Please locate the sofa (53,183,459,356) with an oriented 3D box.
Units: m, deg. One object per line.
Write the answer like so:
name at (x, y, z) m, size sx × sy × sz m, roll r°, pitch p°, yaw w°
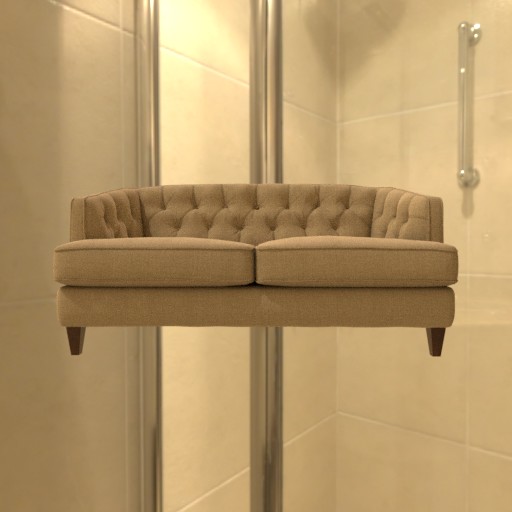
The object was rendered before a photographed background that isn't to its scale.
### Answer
sofa at (0.000, 0.000, 2.295) m, size 1.733 × 0.855 × 0.941 m, roll 0°, pitch 1°, yaw 1°
